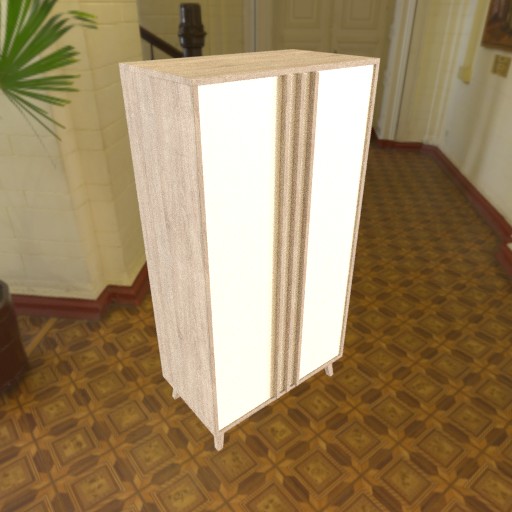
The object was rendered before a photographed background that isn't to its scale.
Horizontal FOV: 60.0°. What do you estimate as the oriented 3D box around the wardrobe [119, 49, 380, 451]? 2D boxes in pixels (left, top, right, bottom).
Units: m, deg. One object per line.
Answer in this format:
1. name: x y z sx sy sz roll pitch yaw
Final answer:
1. wardrobe: 0.000 0.000 2.417 1.000 1.960 0.600 -22 36 -33
